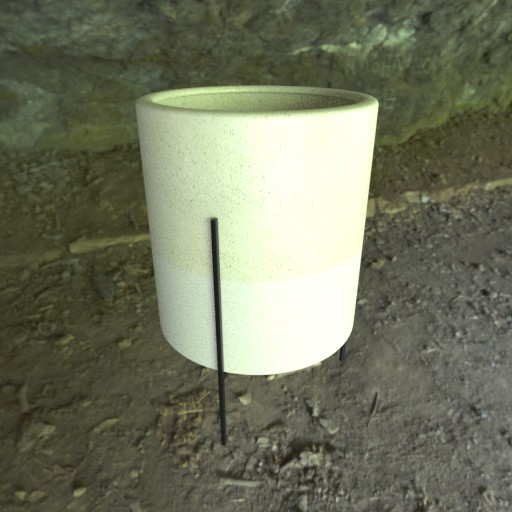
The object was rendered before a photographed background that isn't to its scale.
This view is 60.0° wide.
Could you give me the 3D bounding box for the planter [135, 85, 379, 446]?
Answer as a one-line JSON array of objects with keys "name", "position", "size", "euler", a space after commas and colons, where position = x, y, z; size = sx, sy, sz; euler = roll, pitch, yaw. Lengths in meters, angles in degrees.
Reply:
[{"name": "planter", "position": [0.000, 0.000, 0.707], "size": [0.324, 0.483, 0.333], "euler": [8, 27, 16]}]
